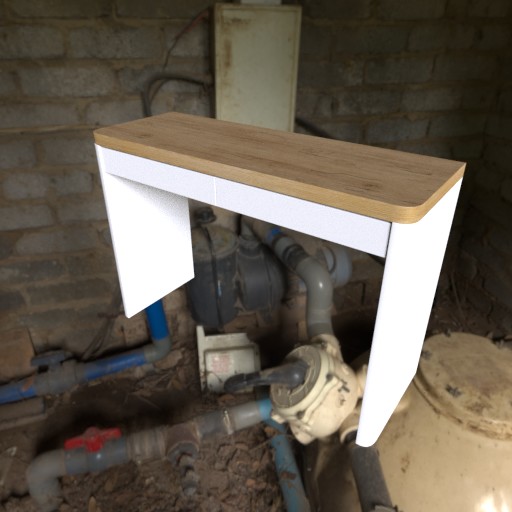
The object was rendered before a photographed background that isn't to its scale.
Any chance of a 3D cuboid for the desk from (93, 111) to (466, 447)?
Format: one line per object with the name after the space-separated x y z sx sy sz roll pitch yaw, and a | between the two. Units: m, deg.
0.000 0.000 1.512 1.100 0.760 0.390 20 35 31 | desk
